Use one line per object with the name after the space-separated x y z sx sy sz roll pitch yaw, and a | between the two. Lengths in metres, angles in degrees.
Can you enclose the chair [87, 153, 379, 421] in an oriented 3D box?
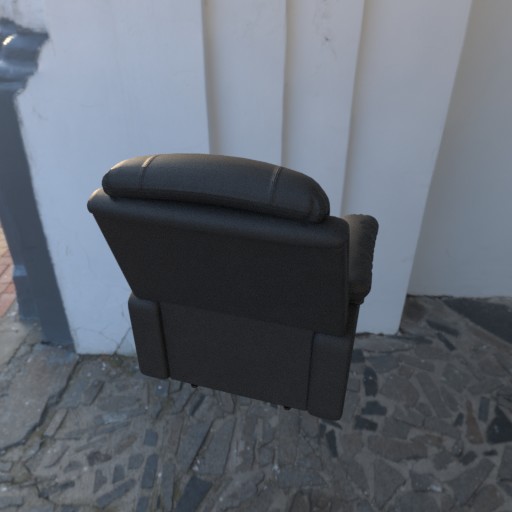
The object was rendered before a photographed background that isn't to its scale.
0.000 0.000 1.657 0.855 0.992 0.919 9 32 14 | chair
